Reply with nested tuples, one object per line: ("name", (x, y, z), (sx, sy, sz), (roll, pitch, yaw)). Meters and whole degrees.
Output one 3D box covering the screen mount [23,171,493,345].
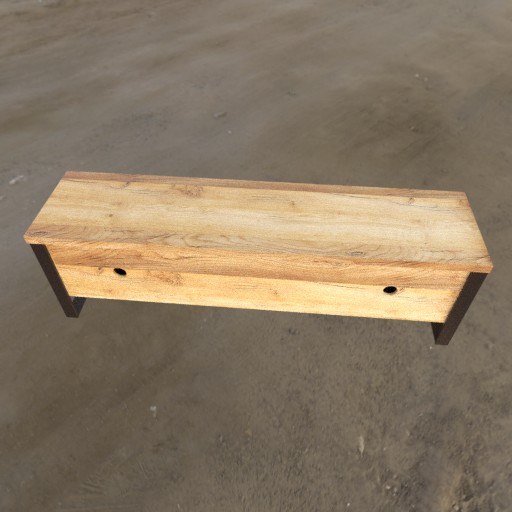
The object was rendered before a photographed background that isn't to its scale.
("screen mount", (0.000, 0.000, 1.729), (1.524, 0.450, 0.395), (4, 46, 4))
